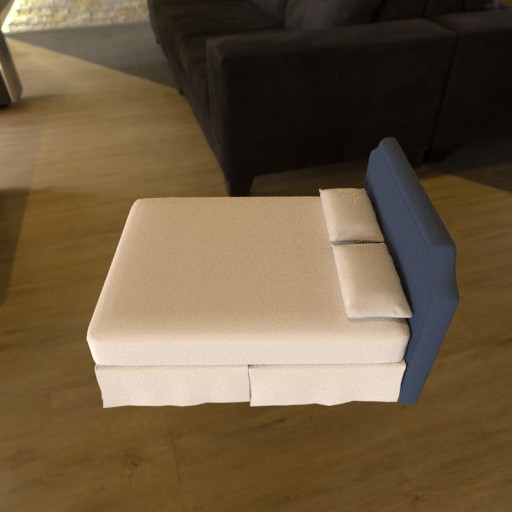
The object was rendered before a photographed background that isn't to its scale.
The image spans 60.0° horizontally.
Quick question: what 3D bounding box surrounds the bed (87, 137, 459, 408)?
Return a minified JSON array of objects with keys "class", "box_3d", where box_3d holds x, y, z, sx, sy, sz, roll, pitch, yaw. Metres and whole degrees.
[{"class":"bed","box_3d":[0.000,0.000,3.397,2.260,1.297,1.831,0,40,-1]}]
